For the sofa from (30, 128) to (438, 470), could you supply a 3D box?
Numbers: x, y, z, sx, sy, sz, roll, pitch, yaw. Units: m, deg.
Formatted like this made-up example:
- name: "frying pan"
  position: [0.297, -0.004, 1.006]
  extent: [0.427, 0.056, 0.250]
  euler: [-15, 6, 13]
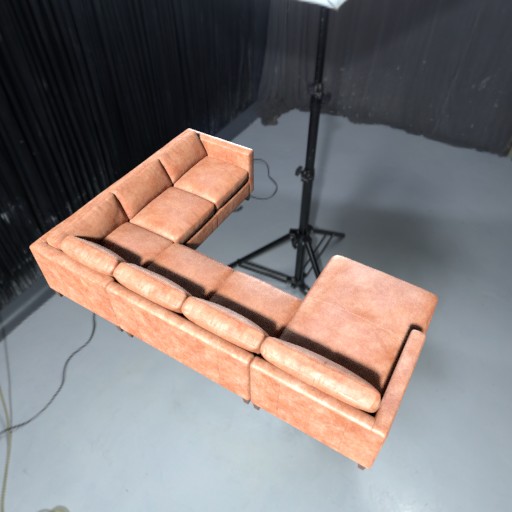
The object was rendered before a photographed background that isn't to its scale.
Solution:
- name: "sofa"
  position: [0.000, 0.000, 4.374]
  extent: [3.401, 0.832, 2.430]
  euler: [23, 50, 21]
